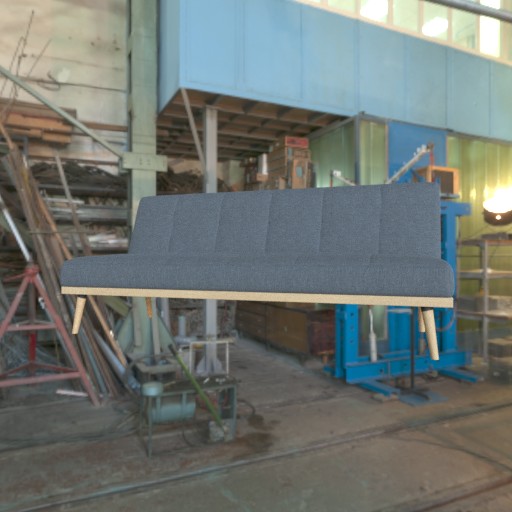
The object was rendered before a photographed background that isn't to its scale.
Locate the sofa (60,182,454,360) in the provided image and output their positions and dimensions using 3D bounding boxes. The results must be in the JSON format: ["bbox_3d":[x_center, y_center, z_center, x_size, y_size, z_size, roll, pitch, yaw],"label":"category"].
[{"bbox_3d":[0.000,0.000,2.285,1.820,0.770,0.820,0,0,19],"label":"sofa"}]
